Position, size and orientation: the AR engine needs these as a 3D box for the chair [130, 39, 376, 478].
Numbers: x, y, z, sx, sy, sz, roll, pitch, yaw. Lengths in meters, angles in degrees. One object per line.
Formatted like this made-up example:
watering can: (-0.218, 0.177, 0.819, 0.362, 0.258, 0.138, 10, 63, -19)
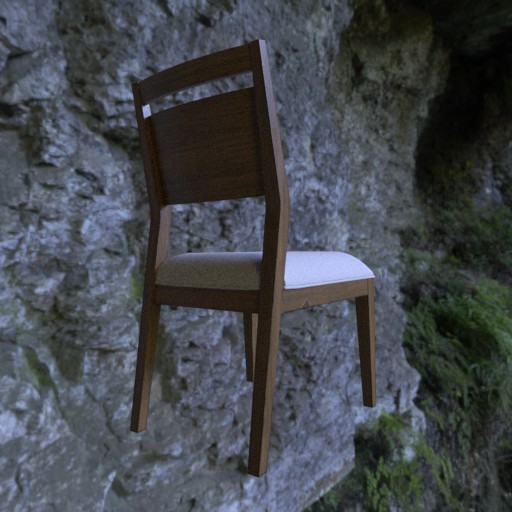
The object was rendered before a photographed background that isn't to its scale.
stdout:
chair: (0.000, 0.000, 1.293, 0.497, 0.939, 0.610, 0, 0, 36)
